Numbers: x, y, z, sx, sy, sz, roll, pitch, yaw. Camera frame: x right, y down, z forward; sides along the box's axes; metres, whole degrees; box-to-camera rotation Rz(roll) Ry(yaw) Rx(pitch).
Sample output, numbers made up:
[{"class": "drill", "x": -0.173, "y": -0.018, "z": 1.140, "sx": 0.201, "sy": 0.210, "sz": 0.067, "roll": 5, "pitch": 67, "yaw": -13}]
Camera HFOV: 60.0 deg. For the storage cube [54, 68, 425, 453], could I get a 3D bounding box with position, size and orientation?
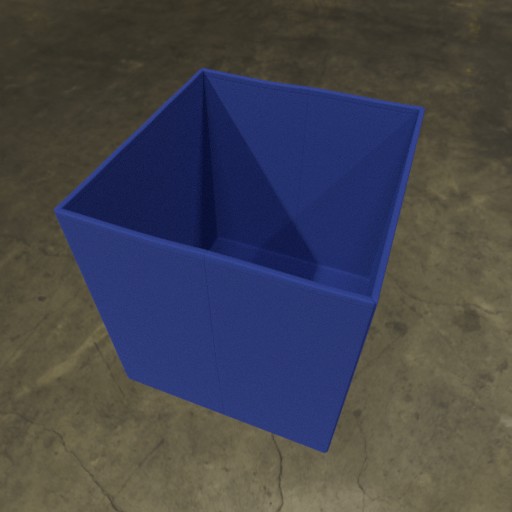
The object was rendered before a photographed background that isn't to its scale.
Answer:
[{"class": "storage cube", "x": 0.000, "y": 0.000, "z": 0.500, "sx": 0.270, "sy": 0.280, "sz": 0.270, "roll": 16, "pitch": 49, "yaw": 14}]
